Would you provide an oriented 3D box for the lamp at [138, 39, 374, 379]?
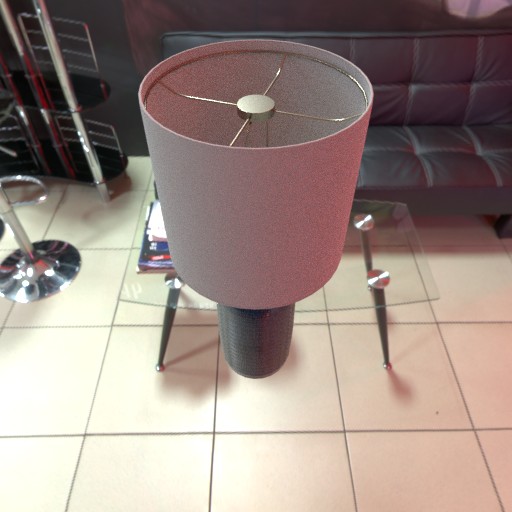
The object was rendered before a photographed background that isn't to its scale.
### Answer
[{"bbox_3d":[0.000,0.000,0.594,0.220,0.475,0.220,25,51,21],"label":"lamp"}]
